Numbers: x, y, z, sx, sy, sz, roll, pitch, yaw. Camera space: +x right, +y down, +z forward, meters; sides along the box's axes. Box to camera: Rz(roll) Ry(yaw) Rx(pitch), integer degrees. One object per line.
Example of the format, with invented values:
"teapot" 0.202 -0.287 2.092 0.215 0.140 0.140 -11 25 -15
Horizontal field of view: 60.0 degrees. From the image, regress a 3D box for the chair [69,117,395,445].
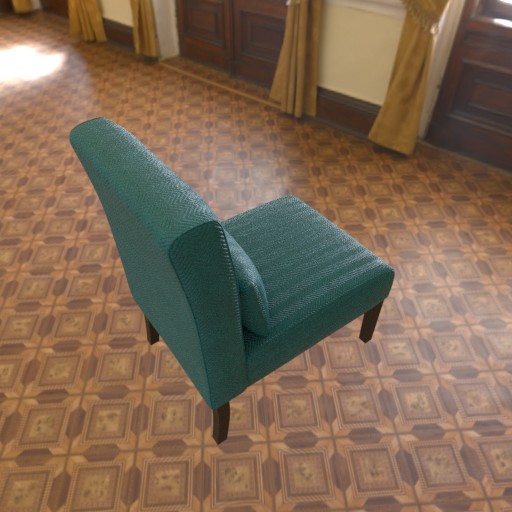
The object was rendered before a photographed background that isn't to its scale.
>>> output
"chair" 0.000 0.000 1.449 0.808 0.927 0.579 -26 49 -26
